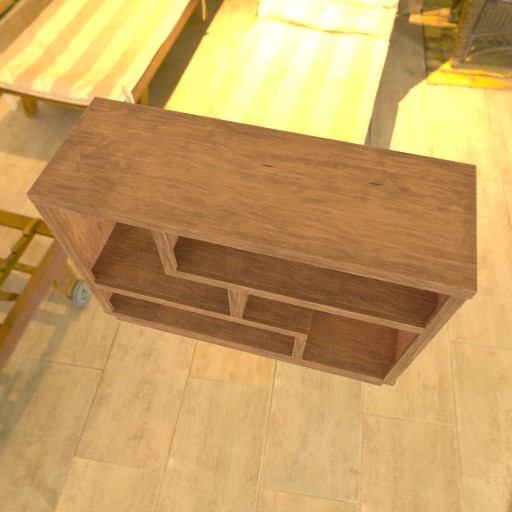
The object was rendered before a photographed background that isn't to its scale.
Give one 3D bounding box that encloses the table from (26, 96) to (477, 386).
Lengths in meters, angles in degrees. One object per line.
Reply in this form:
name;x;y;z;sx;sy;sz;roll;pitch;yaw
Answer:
table;0.000;0.000;1.519;1.151;0.771;0.410;12;58;8
